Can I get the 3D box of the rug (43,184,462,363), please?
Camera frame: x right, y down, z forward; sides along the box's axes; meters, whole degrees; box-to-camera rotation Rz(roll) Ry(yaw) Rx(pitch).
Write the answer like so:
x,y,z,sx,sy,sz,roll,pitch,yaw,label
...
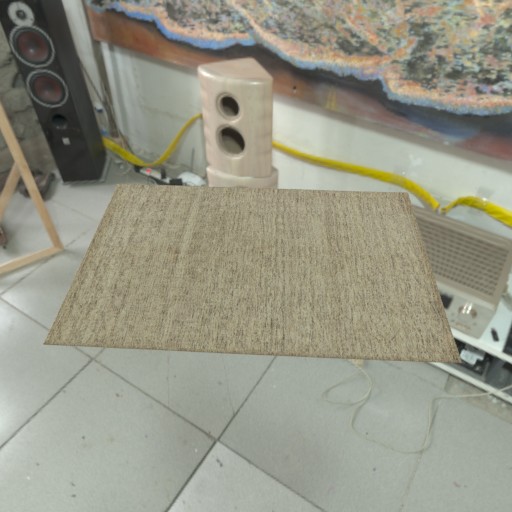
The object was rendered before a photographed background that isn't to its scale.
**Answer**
x,y,z,sx,sy,sz,roll,pitch,yaw,label
0.000,0.000,2.355,1.822,0.018,1.211,2,45,2,rug
